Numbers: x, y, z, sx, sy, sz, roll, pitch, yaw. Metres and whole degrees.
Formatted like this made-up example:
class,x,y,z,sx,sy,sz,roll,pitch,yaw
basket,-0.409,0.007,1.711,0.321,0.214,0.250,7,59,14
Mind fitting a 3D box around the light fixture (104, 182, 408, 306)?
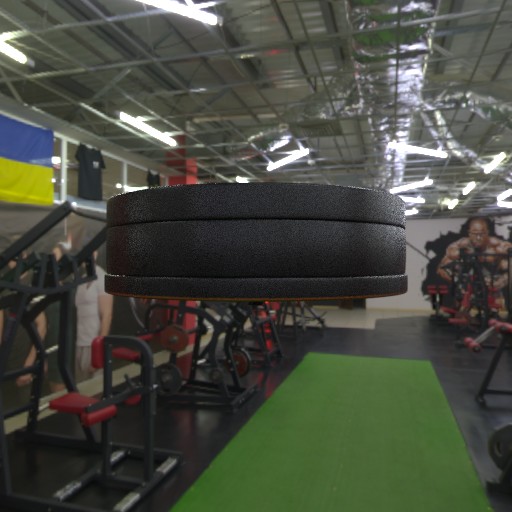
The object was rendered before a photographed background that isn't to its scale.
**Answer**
class,x,y,z,sx,sy,sz,roll,pitch,yaw
light fixture,0.000,0.000,0.438,0.283,0.097,0.283,0,-1,0
